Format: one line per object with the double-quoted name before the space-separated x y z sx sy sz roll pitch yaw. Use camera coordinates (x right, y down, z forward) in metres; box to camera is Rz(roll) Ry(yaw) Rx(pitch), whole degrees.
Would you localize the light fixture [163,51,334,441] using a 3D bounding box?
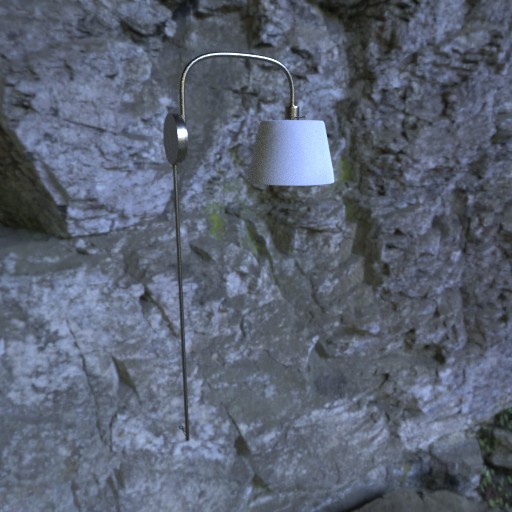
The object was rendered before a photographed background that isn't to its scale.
"light fixture" 0.000 0.000 0.475 0.176 0.399 0.092 -8 17 -26
